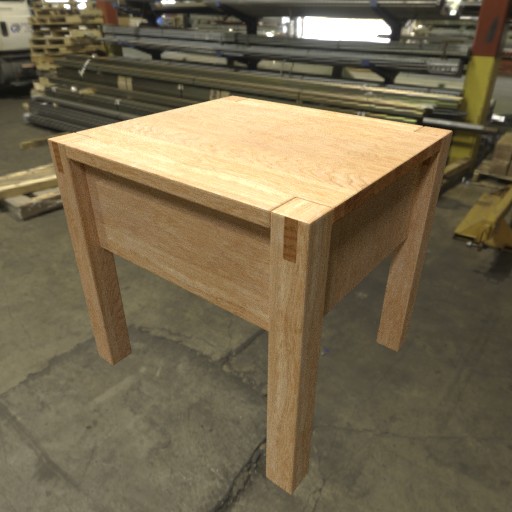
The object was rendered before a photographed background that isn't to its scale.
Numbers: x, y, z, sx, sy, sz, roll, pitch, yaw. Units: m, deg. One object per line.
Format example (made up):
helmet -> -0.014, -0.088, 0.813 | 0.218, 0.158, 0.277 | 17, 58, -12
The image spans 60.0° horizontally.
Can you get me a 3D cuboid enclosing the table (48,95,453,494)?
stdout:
table -> 0.000, 0.000, 0.821 | 0.480, 0.450, 0.440 | 22, 37, 32
